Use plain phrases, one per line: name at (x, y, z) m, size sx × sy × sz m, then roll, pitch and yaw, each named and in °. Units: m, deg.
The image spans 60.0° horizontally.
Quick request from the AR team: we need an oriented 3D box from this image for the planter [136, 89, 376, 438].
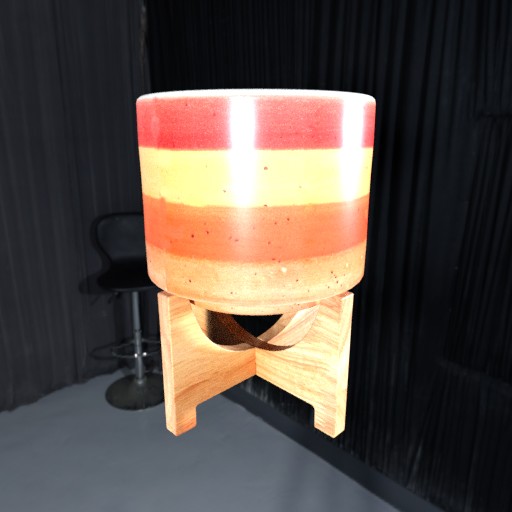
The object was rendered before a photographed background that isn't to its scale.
planter at (0.000, 0.000, 0.400) m, size 0.199 × 0.268 × 0.199 m, roll 0°, pitch 16°, yaw 0°
